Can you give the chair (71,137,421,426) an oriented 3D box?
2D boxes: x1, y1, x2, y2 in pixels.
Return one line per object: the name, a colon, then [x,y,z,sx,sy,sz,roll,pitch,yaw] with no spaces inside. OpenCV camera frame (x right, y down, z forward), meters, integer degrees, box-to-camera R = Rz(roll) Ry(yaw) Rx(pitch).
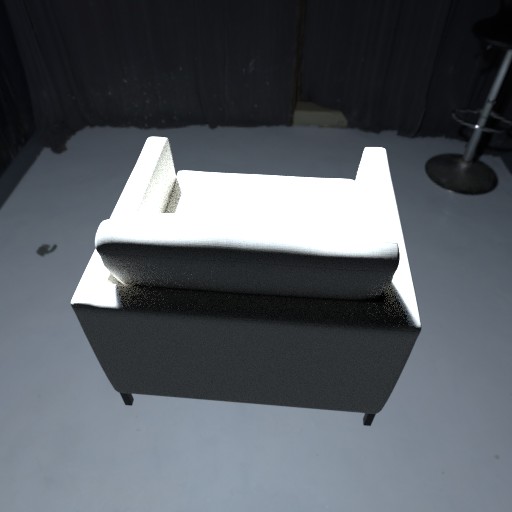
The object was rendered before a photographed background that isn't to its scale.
chair: [0.000,0.000,1.610,0.964,0.806,0.875,4,46,3]
